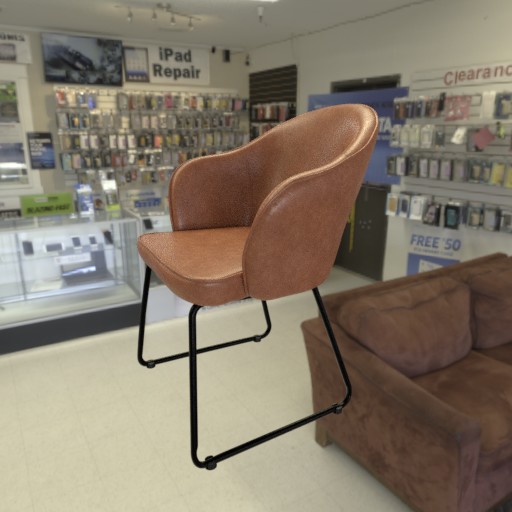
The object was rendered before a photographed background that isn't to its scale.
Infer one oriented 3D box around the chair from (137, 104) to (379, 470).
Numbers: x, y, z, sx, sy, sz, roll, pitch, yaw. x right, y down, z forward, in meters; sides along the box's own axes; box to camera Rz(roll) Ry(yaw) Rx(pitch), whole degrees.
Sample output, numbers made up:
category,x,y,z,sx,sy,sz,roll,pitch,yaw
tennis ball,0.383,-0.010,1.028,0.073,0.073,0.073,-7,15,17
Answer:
category,x,y,z,sx,sy,sz,roll,pitch,yaw
chair,0.000,0.000,1.194,0.580,0.785,0.582,-9,19,-27
